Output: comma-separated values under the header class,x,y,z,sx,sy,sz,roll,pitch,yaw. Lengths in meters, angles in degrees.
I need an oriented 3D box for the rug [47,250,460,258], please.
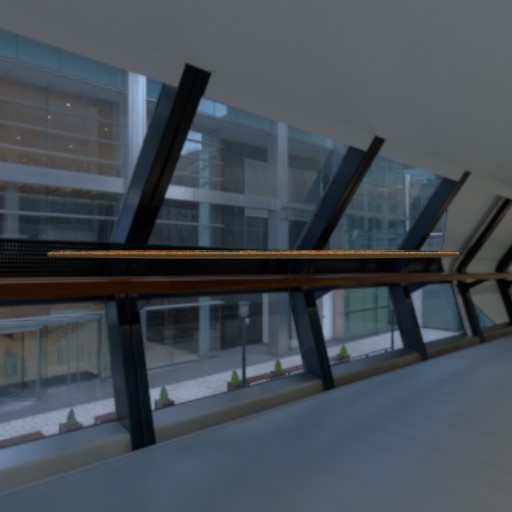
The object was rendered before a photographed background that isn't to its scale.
class,x,y,z,sx,sy,sz,roll,pitch,yaw
rug,0.000,0.000,2.800,1.588,0.024,2.204,0,0,1
